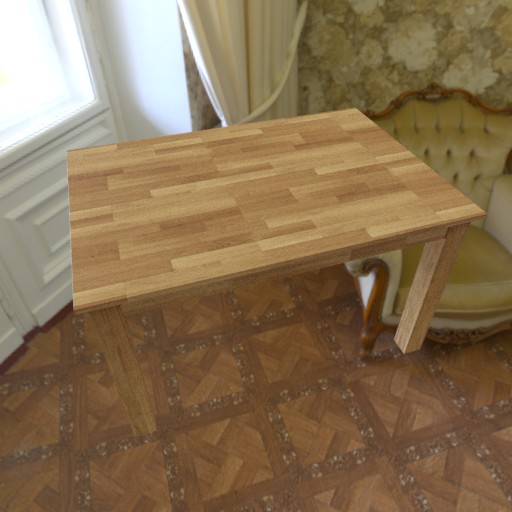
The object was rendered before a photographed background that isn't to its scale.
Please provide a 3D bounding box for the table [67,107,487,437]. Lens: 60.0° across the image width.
[{"bbox_3d":[0.000,0.000,1.866,1.300,0.750,0.900,-13,43,-14],"label":"table"}]
